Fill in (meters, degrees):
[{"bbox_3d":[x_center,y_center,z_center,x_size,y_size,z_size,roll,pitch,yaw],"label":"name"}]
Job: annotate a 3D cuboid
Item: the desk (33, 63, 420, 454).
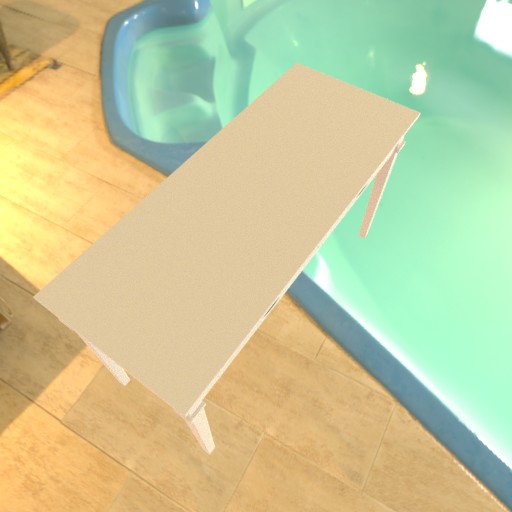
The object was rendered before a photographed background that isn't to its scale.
[{"bbox_3d":[0.000,0.000,1.785,0.559,0.774,1.372,31,61,19],"label":"desk"}]
